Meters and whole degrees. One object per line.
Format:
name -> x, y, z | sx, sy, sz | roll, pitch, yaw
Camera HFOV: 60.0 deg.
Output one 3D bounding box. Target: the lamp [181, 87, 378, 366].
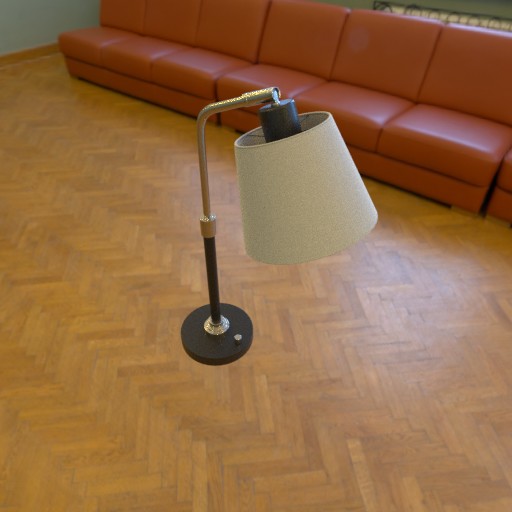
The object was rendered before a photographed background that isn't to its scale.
lamp -> 0.000, 0.000, 0.699 | 0.348, 0.539, 0.181 | 26, 47, 28
